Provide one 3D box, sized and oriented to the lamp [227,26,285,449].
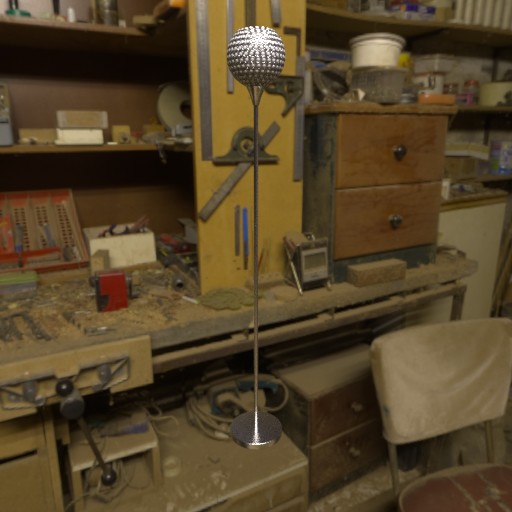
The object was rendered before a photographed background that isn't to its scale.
[{"bbox_3d":[0.000,0.000,1.948,0.254,1.805,0.254,0,15,0],"label":"lamp"}]
